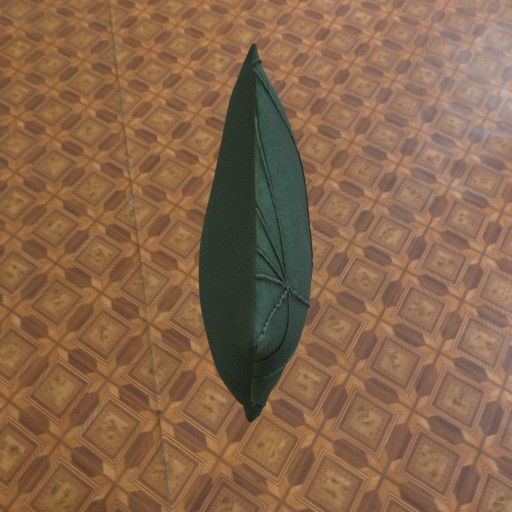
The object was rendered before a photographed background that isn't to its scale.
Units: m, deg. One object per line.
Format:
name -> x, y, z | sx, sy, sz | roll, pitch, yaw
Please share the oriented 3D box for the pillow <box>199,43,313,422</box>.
pillow -> 0.000, 0.000, 0.692 | 0.184, 0.440, 0.439 | 0, 63, 0
